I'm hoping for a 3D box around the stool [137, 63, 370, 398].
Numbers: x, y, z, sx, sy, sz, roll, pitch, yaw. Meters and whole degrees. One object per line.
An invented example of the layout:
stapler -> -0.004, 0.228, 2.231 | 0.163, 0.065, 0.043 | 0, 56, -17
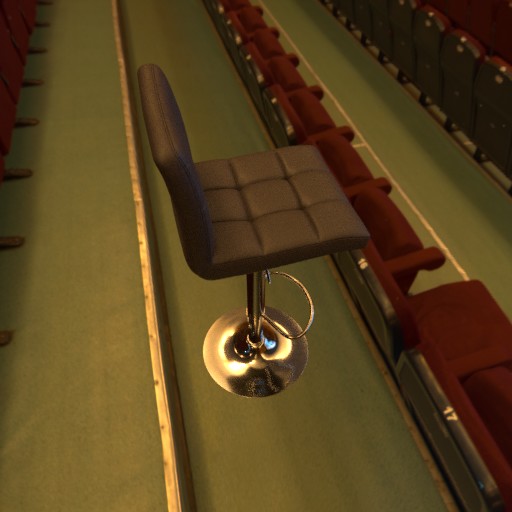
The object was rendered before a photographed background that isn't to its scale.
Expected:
stool -> 0.000, 0.000, 1.387 | 0.505, 1.115, 0.430 | -11, 49, -10
